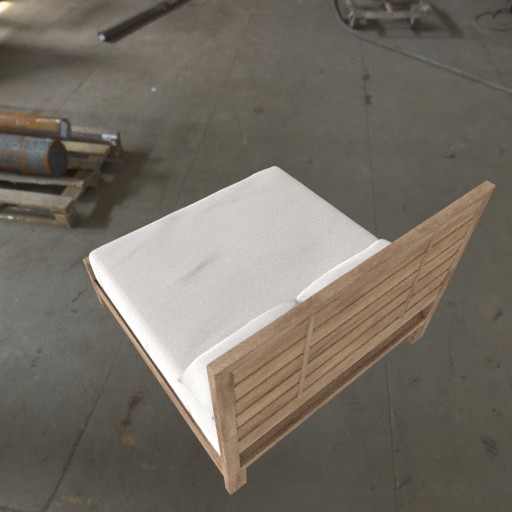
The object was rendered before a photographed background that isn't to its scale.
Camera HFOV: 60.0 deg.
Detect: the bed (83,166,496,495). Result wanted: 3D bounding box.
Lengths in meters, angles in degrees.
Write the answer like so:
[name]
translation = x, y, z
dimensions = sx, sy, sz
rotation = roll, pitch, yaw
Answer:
[bed]
translation = 0.000, 0.000, 3.360
dimensions = 2.032, 1.626, 2.062
rotation = -30, 53, -25
